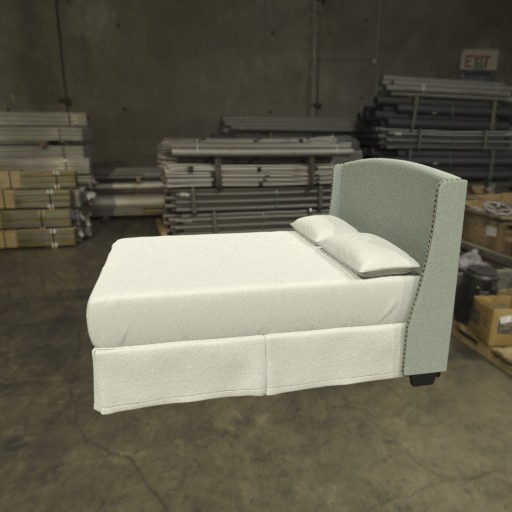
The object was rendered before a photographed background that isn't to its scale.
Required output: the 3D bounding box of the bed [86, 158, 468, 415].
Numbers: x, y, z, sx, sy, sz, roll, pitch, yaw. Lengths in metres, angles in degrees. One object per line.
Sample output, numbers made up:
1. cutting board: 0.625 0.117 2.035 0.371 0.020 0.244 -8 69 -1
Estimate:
1. bed: 0.000 0.000 3.329 2.237 1.407 1.710 -3 15 -11
